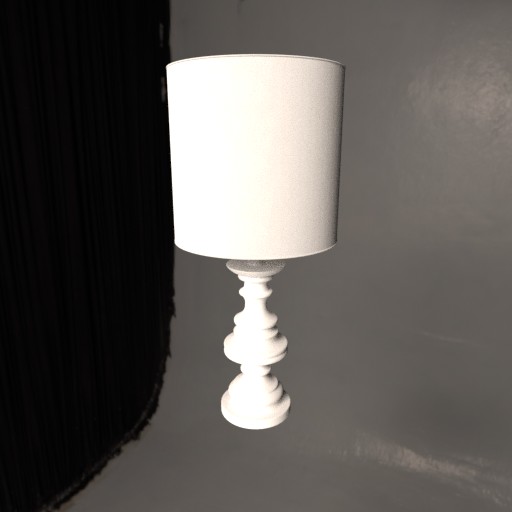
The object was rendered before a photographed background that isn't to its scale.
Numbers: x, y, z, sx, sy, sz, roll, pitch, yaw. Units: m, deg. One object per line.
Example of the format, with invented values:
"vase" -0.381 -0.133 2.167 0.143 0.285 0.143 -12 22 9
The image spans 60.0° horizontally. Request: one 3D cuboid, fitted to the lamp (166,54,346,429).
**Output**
"lamp" 0.000 0.000 0.583 0.208 0.455 0.208 7 17 25
